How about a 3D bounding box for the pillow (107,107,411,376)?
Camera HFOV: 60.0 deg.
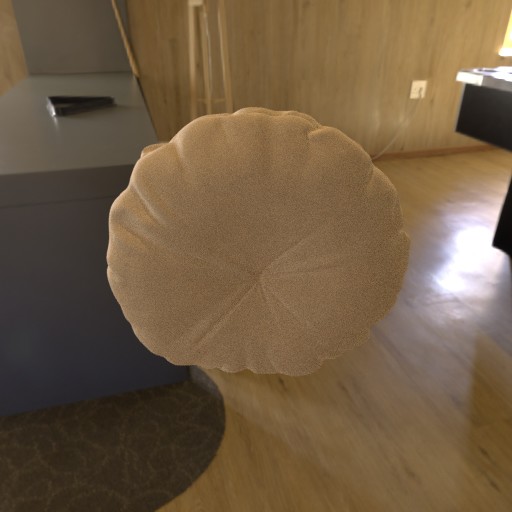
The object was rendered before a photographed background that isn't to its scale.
[{"bbox_3d":[0.000,0.000,0.633,0.428,0.407,0.148,0,30,-1],"label":"pillow"}]
